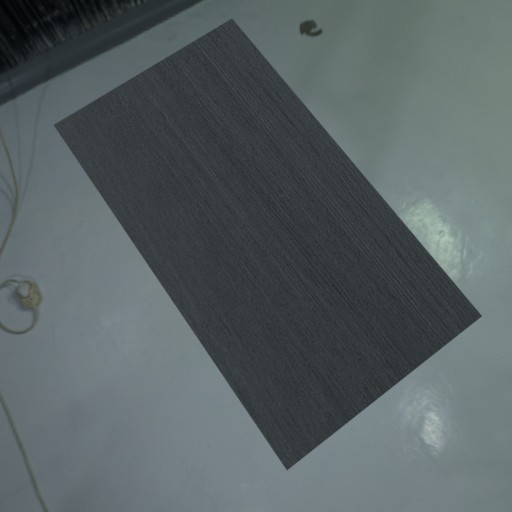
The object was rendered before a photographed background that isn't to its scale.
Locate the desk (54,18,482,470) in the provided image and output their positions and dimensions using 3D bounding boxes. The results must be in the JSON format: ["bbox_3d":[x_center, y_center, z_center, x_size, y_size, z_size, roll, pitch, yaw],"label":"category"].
[{"bbox_3d":[0.000,0.000,1.310,0.498,0.724,0.893,-35,78,-8],"label":"desk"}]
